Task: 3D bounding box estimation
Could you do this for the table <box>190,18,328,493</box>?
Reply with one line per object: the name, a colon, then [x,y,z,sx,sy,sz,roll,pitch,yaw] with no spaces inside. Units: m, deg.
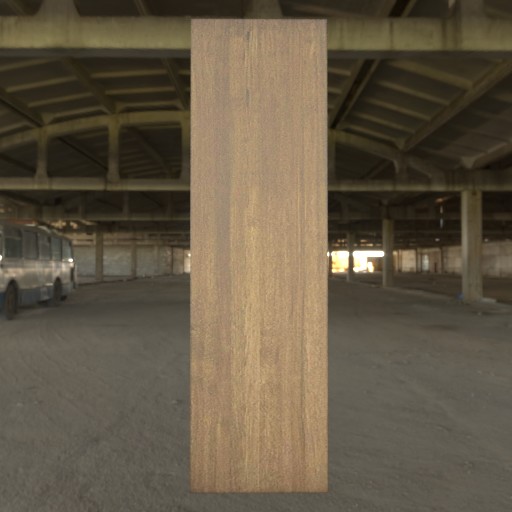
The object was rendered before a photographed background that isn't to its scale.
table: [0.000,0.000,2.418,0.600,2.000,1.100,0,-1,0]
